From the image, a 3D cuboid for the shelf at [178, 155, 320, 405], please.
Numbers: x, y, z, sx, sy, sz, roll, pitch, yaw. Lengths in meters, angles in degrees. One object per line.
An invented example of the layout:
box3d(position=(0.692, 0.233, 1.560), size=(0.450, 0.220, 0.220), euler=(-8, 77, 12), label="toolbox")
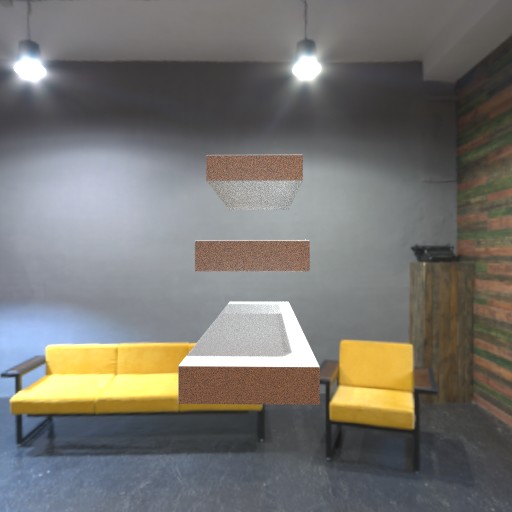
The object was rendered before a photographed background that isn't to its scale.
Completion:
box3d(position=(0.000, 0.000, 0.741), size=(0.140, 0.293, 0.610), euler=(0, 0, 1), label="shelf")
